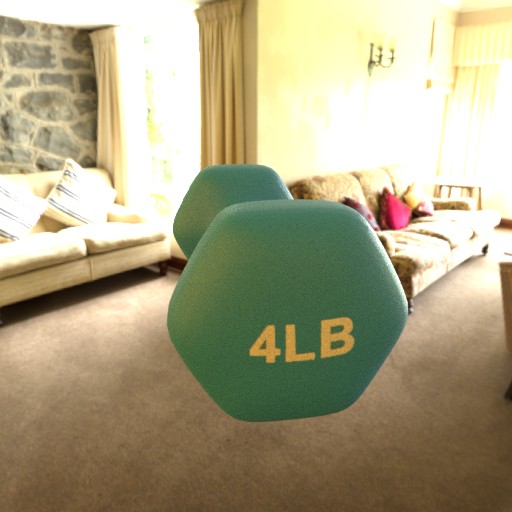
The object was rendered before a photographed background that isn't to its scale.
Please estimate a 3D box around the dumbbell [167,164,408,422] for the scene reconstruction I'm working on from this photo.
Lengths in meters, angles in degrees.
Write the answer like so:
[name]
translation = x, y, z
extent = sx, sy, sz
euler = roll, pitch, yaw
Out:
[dumbbell]
translation = 0.000, 0.000, 0.190
extent = 0.074, 0.066, 0.152
euler = -3, 17, -8
